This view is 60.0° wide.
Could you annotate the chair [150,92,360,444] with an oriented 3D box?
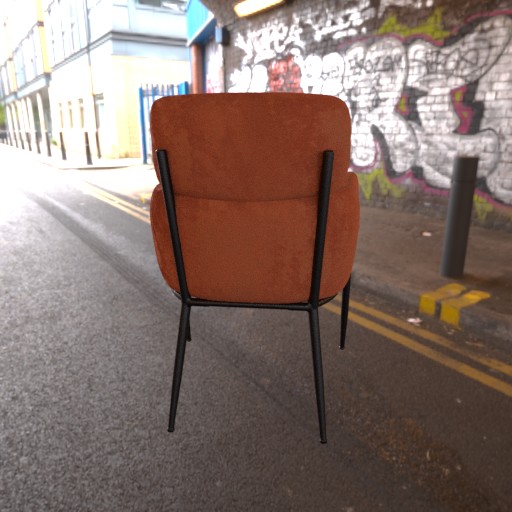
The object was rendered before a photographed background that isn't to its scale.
[{"bbox_3d":[0.000,0.000,1.157,0.561,0.772,0.523,2,16,6],"label":"chair"}]
